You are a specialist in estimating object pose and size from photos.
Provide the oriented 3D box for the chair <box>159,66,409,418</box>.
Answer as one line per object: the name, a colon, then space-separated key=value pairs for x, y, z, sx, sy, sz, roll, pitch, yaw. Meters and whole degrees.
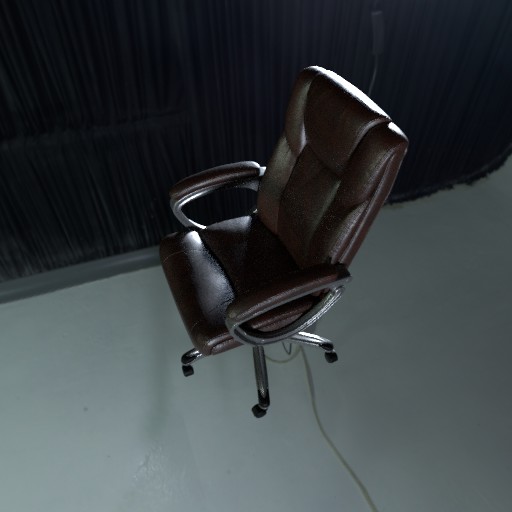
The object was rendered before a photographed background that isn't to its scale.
chair: x=0.000 y=0.000 z=1.586 sx=0.692 sy=1.128 sz=0.656 roll=-17 pitch=49 yaw=-16
